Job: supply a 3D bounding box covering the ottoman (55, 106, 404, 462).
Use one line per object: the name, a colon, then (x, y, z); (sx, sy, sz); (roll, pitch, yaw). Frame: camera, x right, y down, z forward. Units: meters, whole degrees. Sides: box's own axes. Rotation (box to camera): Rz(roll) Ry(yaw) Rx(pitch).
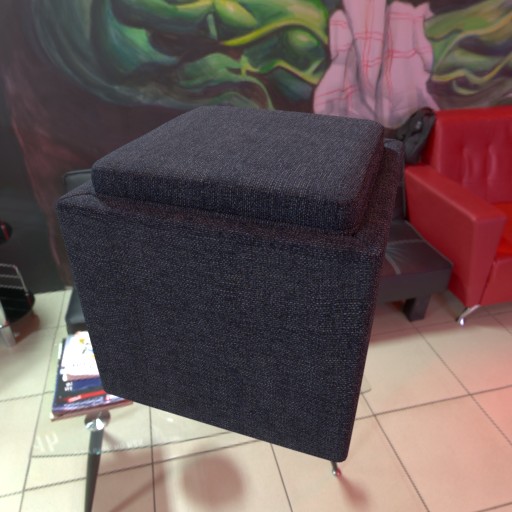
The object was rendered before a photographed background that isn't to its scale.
ottoman: (0.000, 0.000, 0.817); (0.450, 0.460, 0.450); (10, 33, 16)
